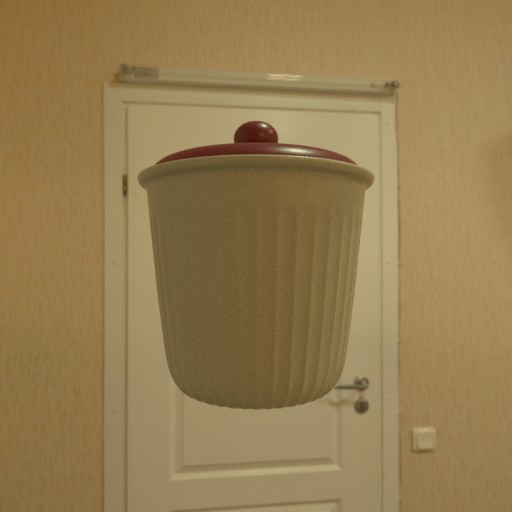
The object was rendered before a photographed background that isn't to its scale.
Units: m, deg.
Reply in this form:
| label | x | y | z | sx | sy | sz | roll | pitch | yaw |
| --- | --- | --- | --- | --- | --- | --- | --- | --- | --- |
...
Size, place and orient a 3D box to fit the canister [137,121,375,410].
| label | x | y | z | sx | sy | sz | roll | pitch | yaw |
| --- | --- | --- | --- | --- | --- | --- | --- | --- | --- |
| canister | 0.000 | 0.000 | 0.350 | 0.181 | 0.211 | 0.181 | 0 | 0 | 0 |
